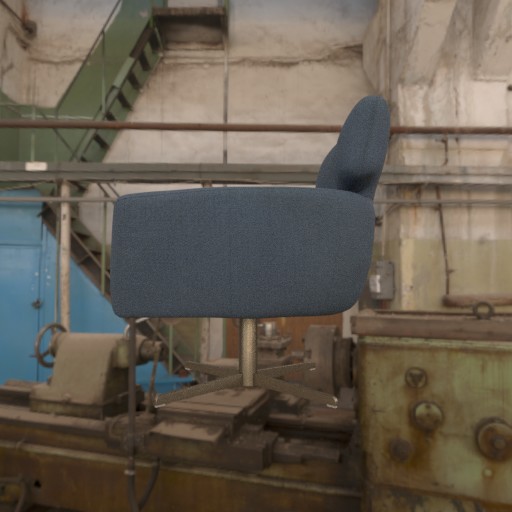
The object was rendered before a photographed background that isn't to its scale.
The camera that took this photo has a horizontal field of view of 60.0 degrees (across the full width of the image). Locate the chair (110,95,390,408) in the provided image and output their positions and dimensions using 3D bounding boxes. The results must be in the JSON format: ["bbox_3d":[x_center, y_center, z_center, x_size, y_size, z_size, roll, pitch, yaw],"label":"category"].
[{"bbox_3d":[0.000,0.000,1.411,0.761,0.813,0.738,0,-2,1],"label":"chair"}]
